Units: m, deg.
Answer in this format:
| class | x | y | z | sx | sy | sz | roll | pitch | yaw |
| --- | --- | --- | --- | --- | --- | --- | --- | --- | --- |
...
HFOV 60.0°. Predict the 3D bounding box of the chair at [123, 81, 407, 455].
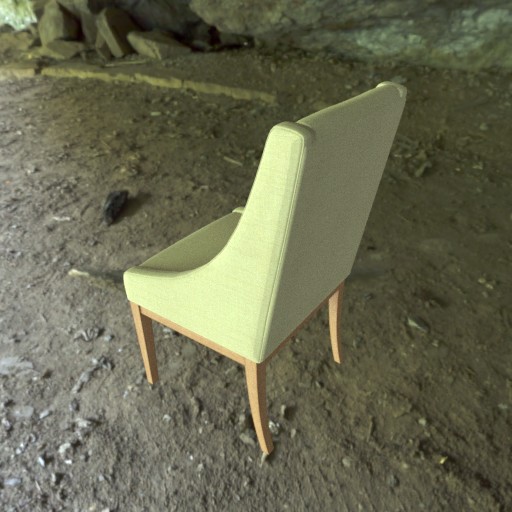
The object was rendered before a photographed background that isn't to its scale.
| class | x | y | z | sx | sy | sz | roll | pitch | yaw |
| --- | --- | --- | --- | --- | --- | --- | --- | --- | --- |
| chair | 0.000 | 0.000 | 1.391 | 0.611 | 1.021 | 0.575 | 21 | 38 | 30 |
